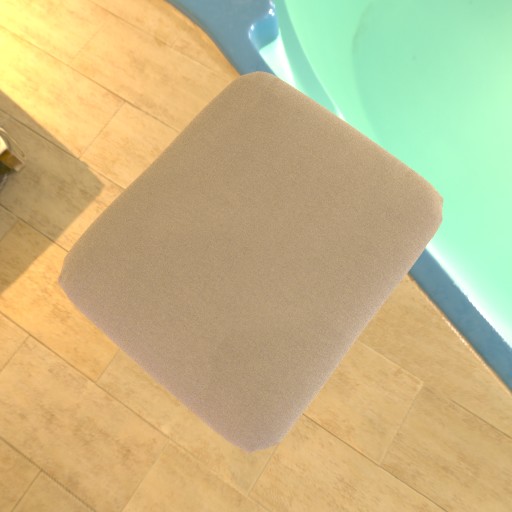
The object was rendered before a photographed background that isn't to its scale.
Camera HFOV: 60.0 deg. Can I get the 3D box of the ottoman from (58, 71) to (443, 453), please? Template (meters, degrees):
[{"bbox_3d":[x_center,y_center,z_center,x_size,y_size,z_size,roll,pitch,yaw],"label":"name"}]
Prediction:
[{"bbox_3d":[0.000,0.000,1.137,0.622,0.450,0.746,38,78,10],"label":"ottoman"}]
